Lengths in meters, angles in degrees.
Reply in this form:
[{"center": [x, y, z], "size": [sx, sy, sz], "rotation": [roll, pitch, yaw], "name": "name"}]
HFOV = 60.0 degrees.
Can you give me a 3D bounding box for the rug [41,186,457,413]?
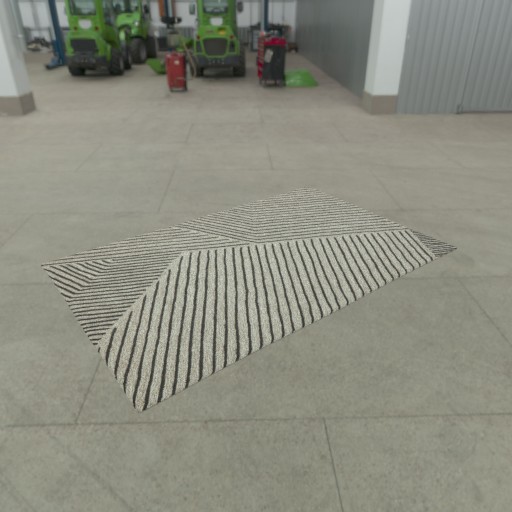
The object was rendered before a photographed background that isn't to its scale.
[{"center": [0.000, 0.000, 3.020], "size": [2.406, 0.023, 1.539], "rotation": [-20, 35, -32], "name": "rug"}]
